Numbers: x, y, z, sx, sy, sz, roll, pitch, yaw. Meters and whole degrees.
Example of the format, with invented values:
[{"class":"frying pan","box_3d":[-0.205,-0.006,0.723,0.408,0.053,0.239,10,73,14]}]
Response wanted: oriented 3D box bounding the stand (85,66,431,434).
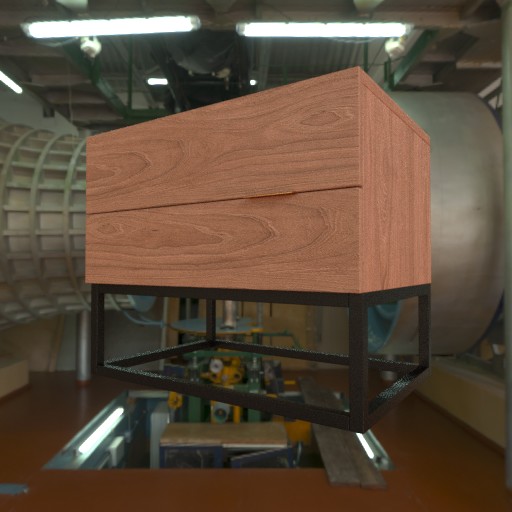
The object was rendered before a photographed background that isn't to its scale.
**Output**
[{"class":"stand","box_3d":[0.000,0.000,0.922,0.600,0.500,0.420,-1,-1,34]}]
